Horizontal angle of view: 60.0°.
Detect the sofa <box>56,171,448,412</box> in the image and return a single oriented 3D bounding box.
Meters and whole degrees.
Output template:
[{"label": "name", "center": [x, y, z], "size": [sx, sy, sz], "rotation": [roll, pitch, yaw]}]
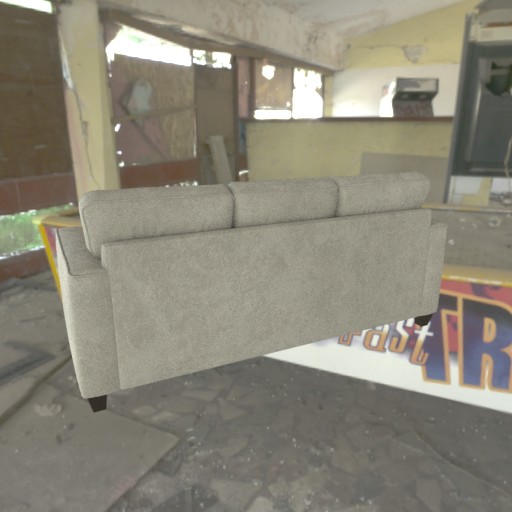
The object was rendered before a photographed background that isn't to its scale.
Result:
[{"label": "sofa", "center": [0.000, 0.000, 2.627], "size": [2.133, 0.965, 0.939], "rotation": [-8, 18, -25]}]
